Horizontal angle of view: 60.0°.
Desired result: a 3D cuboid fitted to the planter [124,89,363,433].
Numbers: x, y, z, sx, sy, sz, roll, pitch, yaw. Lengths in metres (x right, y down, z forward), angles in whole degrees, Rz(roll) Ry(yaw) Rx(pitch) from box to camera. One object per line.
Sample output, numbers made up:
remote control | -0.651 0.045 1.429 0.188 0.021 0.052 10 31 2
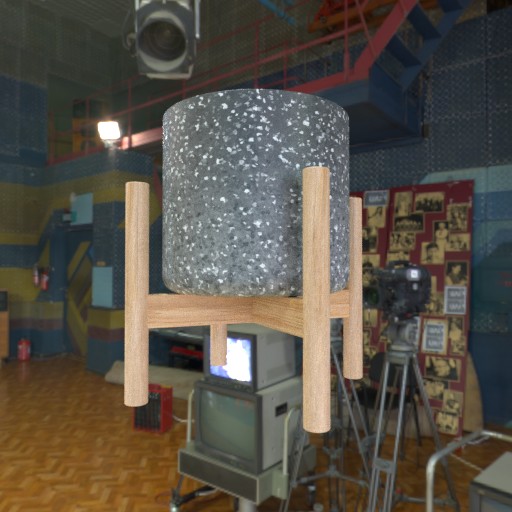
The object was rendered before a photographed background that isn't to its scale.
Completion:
planter | 0.000 0.000 0.538 0.284 0.320 0.284 0 -1 -1
